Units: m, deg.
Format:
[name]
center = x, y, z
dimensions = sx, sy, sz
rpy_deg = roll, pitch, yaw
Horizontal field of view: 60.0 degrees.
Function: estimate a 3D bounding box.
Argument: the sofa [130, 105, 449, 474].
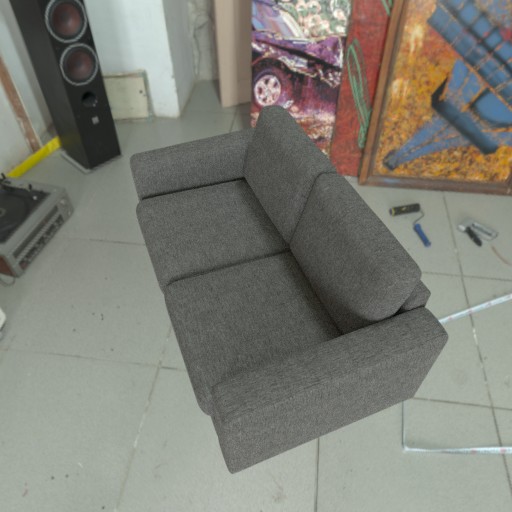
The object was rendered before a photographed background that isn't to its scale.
[sofa]
center = 0.000, 0.000, 2.032
dimensions = 0.900, 0.800, 1.520
rpy_deg = -17, 50, -15
